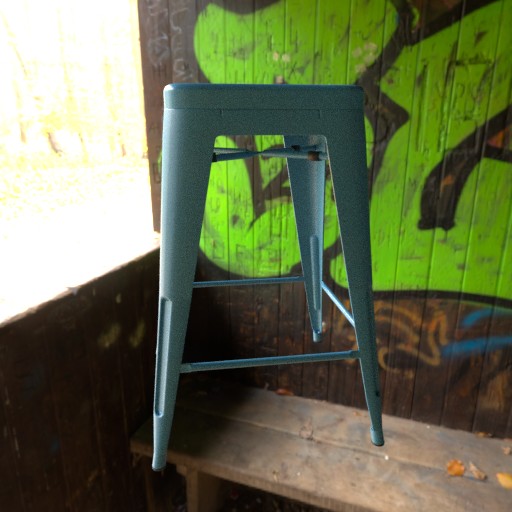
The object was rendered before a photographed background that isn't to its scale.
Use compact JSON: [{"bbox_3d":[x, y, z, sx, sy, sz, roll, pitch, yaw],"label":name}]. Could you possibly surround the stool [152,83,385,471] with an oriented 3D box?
[{"bbox_3d":[0.000,0.000,0.866,0.410,0.608,0.410,-3,17,-8],"label":"stool"}]
